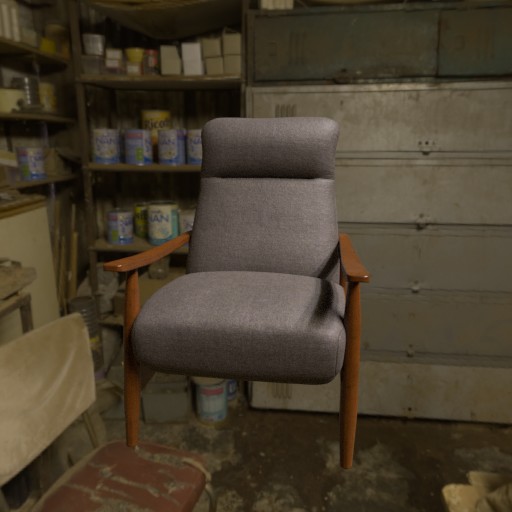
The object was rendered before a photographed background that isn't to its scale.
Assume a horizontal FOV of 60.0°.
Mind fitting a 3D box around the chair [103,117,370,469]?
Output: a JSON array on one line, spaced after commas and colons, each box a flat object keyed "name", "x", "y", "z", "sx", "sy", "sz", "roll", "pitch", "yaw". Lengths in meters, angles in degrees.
[{"name": "chair", "x": 0.000, "y": 0.000, "z": 1.735, "sx": 0.762, "sy": 1.081, "sz": 1.014, "roll": 2, "pitch": 15, "yaw": 8}]
